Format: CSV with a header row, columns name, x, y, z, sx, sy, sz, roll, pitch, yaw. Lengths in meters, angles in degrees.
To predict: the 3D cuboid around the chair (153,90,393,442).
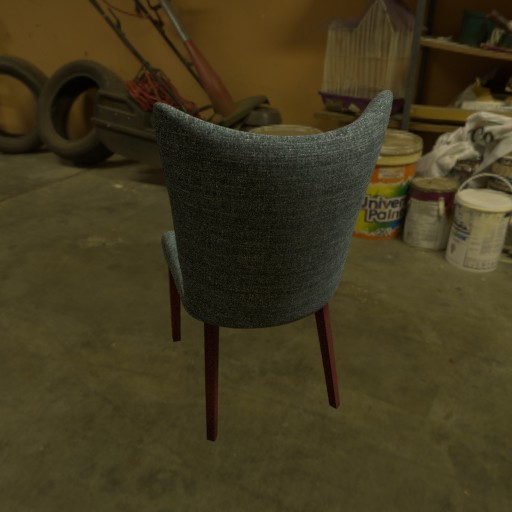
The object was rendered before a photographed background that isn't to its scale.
name,x,y,z,sx,sy,sz,roll,pitch,yaw
chair,0.000,0.000,1.280,0.535,0.924,0.623,-9,29,-16
